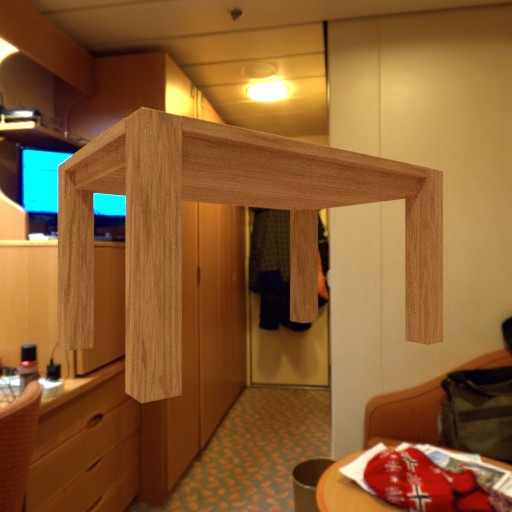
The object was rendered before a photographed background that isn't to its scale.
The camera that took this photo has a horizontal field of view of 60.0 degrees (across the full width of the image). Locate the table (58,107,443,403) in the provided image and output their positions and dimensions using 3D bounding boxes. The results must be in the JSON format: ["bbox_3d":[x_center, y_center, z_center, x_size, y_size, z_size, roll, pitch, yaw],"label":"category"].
[{"bbox_3d":[0.000,0.000,1.910,1.400,0.760,0.900,0,0,-37],"label":"table"}]
